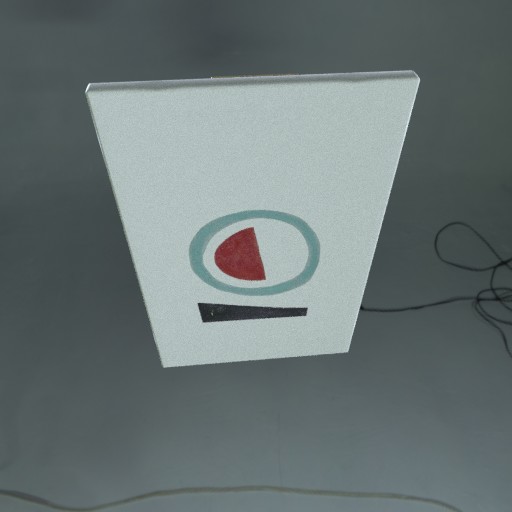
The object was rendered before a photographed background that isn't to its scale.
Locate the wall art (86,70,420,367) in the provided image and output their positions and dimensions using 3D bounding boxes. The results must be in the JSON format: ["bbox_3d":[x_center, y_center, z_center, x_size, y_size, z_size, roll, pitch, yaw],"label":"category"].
[{"bbox_3d":[0.000,0.000,1.122,0.602,0.902,0.048,-4,45,-4],"label":"wall art"}]
